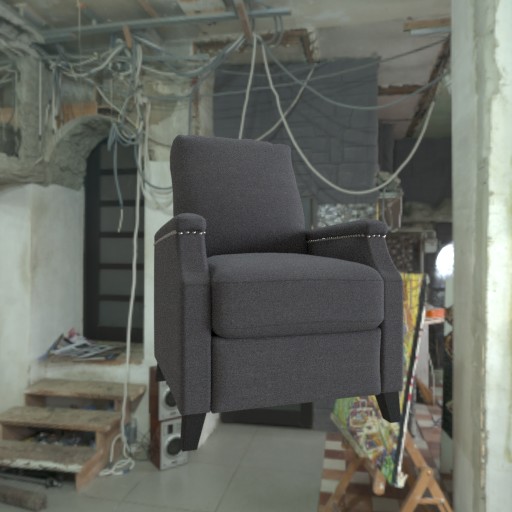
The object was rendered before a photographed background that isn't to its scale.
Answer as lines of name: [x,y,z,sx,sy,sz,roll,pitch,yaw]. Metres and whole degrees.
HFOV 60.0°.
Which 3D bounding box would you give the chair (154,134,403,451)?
chair: [0.000,0.000,1.681,0.710,1.049,0.922,0,0,-18]
